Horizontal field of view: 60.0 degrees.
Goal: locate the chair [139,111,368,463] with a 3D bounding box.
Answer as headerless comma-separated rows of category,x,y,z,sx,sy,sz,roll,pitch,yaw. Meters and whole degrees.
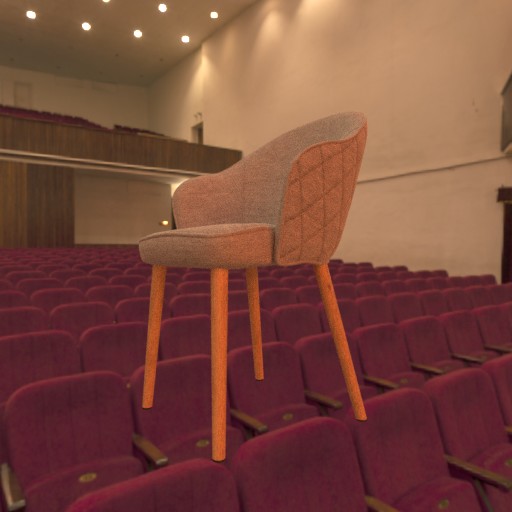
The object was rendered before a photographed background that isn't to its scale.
chair,0.000,0.000,1.147,0.530,0.800,0.540,0,1,-36
